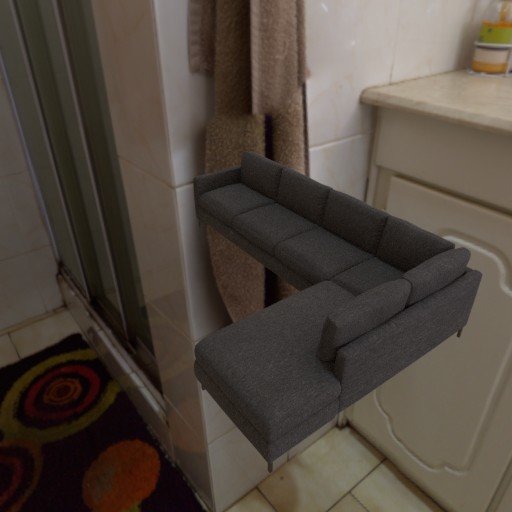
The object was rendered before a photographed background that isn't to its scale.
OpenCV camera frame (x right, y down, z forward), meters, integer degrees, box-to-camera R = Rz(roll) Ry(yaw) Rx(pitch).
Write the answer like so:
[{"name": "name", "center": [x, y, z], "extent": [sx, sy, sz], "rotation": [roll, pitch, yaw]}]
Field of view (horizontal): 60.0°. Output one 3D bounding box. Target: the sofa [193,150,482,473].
[{"name": "sofa", "center": [0.000, 0.000, 3.814], "extent": [2.007, 0.815, 2.949], "rotation": [-21, 38, -30]}]
